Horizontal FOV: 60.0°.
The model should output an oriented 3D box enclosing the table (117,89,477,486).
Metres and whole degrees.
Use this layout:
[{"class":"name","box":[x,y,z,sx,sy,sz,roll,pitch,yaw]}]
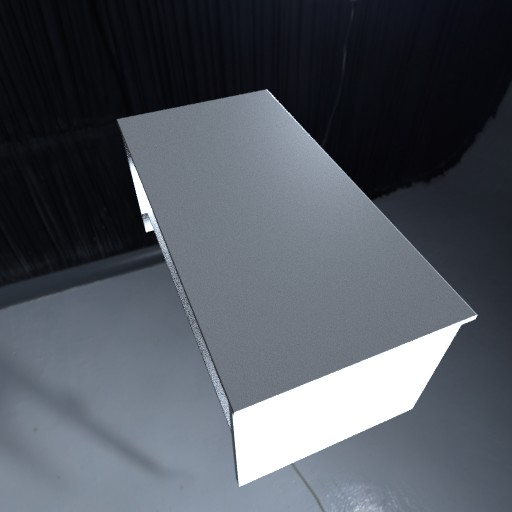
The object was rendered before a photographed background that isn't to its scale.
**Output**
[{"class":"table","box":[0.000,0.000,1.259,0.500,0.441,1.000,-17,49,-15]}]
